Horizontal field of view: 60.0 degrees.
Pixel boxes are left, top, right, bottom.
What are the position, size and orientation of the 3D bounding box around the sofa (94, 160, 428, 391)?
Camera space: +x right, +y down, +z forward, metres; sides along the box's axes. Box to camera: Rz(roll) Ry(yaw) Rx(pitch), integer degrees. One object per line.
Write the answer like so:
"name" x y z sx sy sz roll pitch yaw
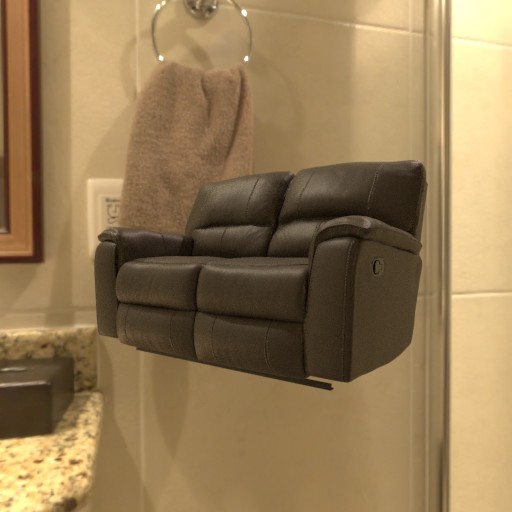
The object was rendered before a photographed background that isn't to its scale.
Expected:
"sofa" 0.000 0.000 2.560 1.765 1.111 1.104 1 1 37
